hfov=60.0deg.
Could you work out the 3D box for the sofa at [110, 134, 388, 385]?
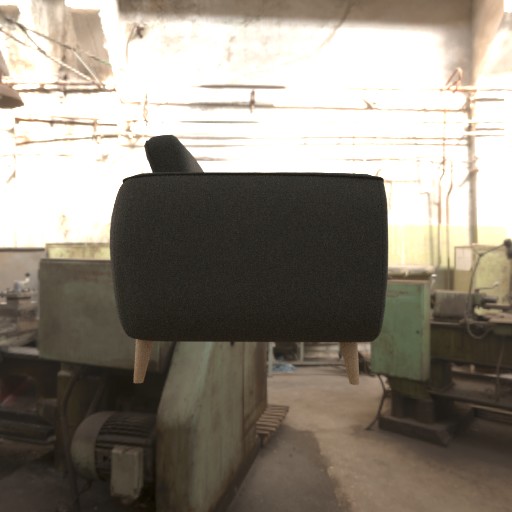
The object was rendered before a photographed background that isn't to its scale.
[{"bbox_3d":[0.000,0.000,2.160,0.920,0.850,1.700,0,0,1],"label":"sofa"}]
